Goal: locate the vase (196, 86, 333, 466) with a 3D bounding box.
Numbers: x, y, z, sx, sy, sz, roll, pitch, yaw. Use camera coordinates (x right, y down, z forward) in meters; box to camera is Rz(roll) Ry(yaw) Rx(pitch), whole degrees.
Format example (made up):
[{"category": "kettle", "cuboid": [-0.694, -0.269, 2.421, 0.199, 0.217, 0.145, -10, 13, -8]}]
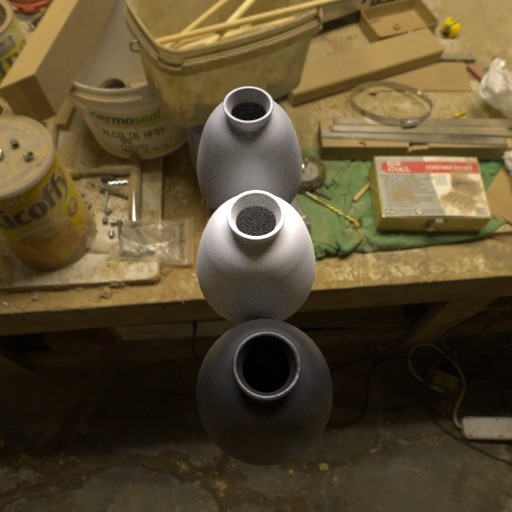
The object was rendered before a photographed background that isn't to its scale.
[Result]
[{"category": "vase", "cuboid": [0.000, 0.000, 0.348, 0.097, 0.122, 0.297, -3, 63, -2]}]
